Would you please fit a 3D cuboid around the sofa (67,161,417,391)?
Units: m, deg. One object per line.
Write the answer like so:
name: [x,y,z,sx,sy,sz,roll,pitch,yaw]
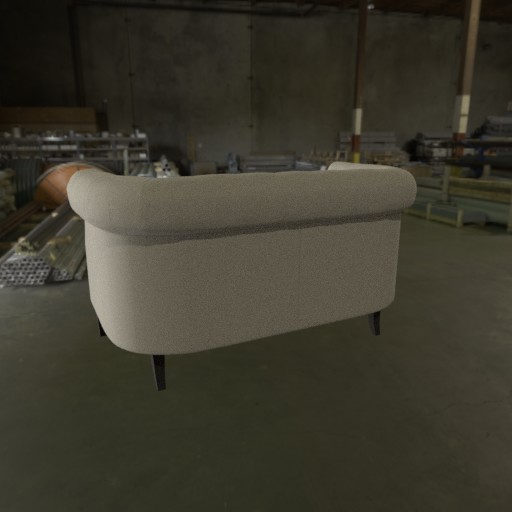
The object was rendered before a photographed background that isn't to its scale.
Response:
sofa: [0.000,0.000,2.093,1.558,0.827,0.835,-7,17,-26]
